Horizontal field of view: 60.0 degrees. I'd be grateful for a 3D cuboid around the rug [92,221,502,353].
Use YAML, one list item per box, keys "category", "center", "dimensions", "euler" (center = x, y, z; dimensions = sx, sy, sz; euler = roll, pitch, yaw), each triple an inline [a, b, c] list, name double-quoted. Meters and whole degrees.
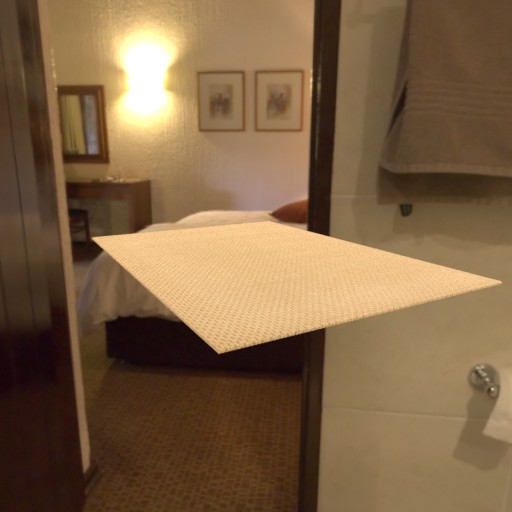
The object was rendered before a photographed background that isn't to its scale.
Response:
- category: "rug"
  center: [0.000, 0.000, 2.678]
  dimensions: [1.509, 0.013, 2.144]
  euler: [-8, 16, -29]
